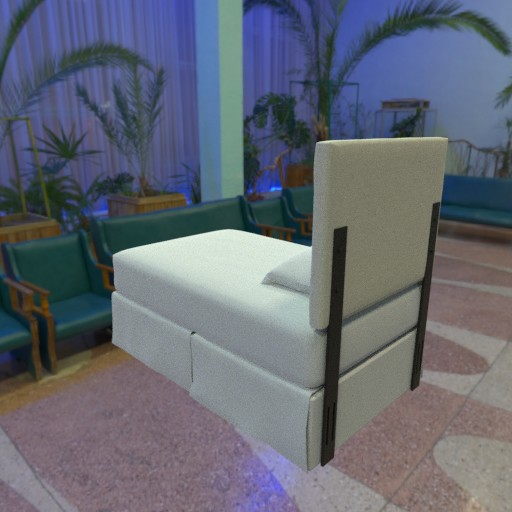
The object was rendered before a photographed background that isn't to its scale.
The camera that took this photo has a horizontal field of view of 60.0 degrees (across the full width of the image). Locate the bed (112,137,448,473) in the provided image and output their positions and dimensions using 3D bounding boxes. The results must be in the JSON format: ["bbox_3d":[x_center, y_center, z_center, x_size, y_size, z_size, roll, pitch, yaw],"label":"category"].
[{"bbox_3d":[0.000,0.000,3.003,1.261,1.571,1.997,-15,22,-42],"label":"bed"}]
